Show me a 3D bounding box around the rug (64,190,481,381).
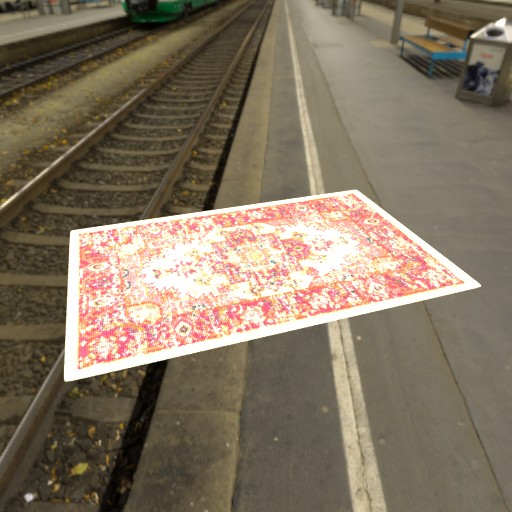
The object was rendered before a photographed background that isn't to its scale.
[{"bbox_3d":[0.000,0.000,1.085,0.868,0.004,0.556,-10,33,-16],"label":"rug"}]
